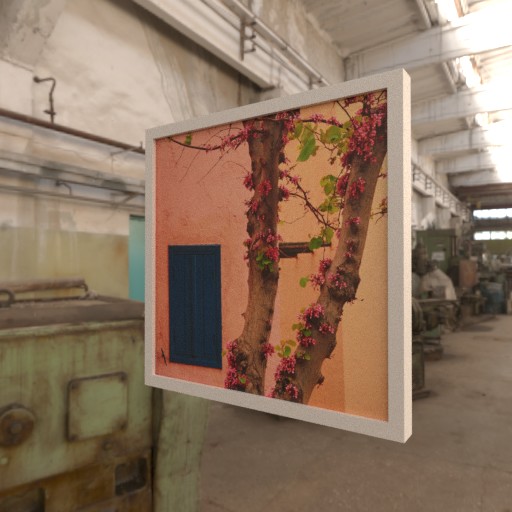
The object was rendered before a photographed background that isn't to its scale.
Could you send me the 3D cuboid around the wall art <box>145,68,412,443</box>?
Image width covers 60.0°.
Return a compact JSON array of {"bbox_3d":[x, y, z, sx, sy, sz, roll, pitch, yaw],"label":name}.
[{"bbox_3d":[0.000,0.000,0.757,0.507,0.508,0.038,0,-1,34],"label":"wall art"}]
